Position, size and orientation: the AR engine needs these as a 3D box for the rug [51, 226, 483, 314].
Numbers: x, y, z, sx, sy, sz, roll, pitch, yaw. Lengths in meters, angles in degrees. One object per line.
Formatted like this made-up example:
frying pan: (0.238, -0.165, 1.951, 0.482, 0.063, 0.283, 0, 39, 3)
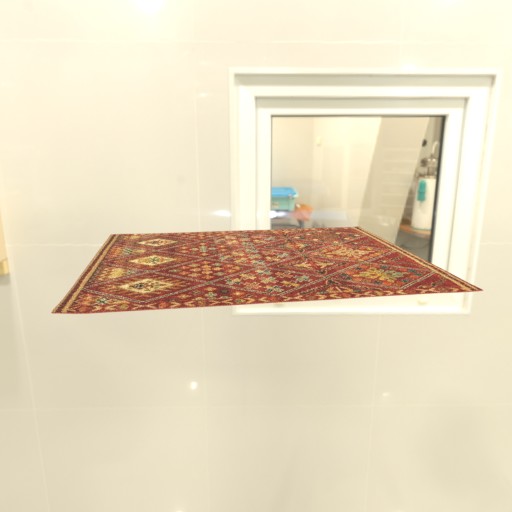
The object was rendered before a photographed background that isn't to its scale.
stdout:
rug: (0.000, 0.000, 4.280, 3.086, 0.030, 2.489, -2, 15, -9)
